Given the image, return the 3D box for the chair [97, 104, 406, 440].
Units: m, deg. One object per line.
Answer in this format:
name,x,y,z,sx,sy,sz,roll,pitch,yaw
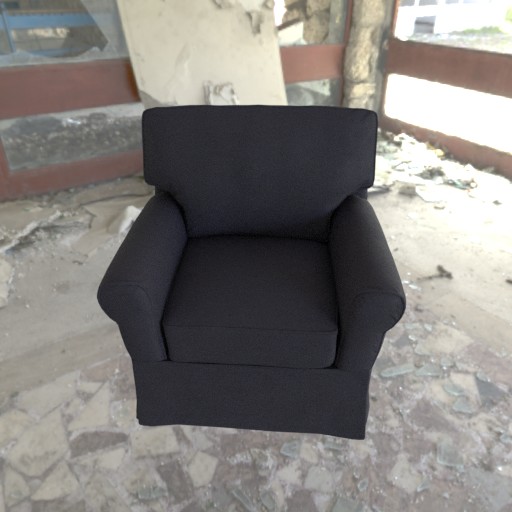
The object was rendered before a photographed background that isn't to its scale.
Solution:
chair,0.000,0.000,1.930,1.119,1.140,1.002,2,32,2
